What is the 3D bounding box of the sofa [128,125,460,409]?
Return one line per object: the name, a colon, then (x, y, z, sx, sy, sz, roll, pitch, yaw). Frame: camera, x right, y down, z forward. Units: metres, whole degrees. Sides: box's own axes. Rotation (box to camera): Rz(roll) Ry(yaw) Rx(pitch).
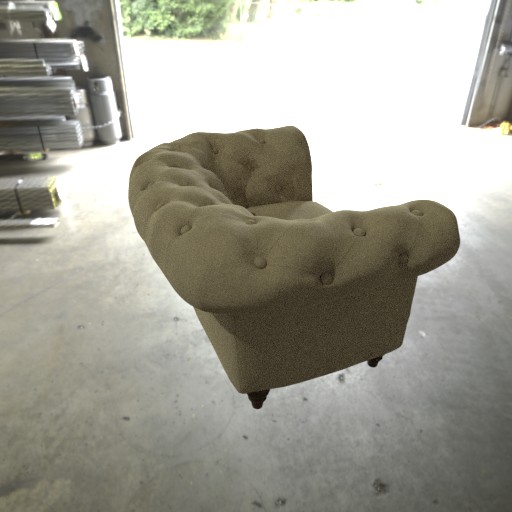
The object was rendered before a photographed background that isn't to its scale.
sofa: (0.000, 0.000, 2.055, 1.034, 0.878, 1.405, -11, 33, -18)
